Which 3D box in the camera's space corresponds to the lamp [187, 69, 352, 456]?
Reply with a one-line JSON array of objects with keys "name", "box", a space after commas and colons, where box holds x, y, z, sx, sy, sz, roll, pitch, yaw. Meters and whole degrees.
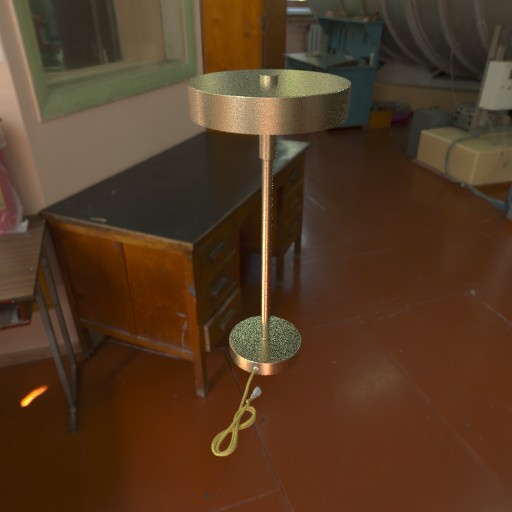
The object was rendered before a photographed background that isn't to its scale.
[{"name": "lamp", "box": [0.000, 0.000, 0.689, 0.229, 0.508, 0.369, 8, 31, 13]}]
